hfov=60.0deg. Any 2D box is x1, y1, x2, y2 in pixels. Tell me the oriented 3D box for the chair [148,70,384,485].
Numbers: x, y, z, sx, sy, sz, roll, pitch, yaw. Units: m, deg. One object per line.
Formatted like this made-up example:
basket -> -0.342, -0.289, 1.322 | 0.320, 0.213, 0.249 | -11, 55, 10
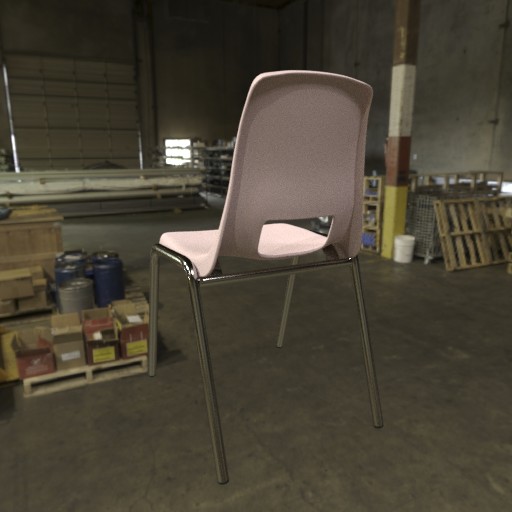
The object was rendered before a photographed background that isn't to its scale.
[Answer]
chair -> 0.000, 0.000, 0.917 | 0.381, 0.653, 0.436 | -7, 15, -26
